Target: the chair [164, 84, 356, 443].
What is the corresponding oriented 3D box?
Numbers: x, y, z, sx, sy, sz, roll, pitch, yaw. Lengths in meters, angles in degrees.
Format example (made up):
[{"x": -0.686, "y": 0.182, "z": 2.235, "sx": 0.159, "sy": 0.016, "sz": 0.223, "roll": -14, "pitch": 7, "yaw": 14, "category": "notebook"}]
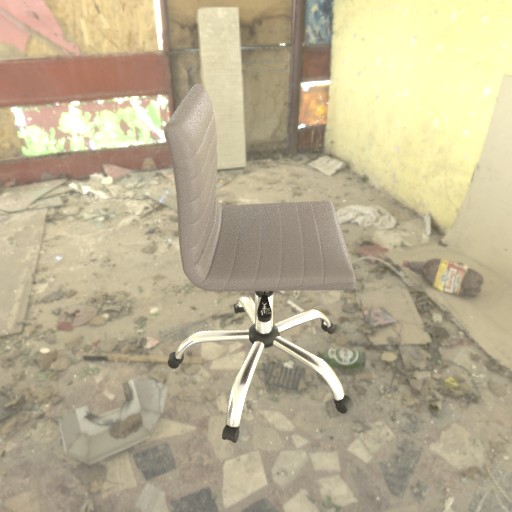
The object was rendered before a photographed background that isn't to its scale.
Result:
[{"x": 0.000, "y": 0.000, "z": 1.143, "sx": 0.530, "sy": 0.780, "sz": 0.556, "roll": 1, "pitch": 32, "yaw": 1, "category": "chair"}]
